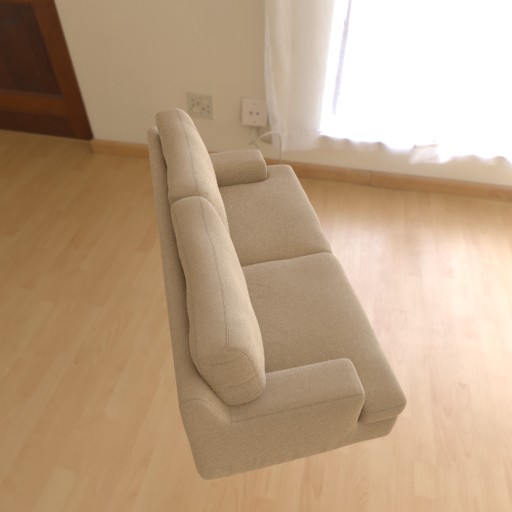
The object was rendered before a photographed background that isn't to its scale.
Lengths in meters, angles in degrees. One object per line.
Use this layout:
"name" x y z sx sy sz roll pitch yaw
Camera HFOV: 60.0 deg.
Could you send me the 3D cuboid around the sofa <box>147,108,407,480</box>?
"sofa" 0.000 0.000 2.394 0.962 0.967 1.885 -10 47 -9
